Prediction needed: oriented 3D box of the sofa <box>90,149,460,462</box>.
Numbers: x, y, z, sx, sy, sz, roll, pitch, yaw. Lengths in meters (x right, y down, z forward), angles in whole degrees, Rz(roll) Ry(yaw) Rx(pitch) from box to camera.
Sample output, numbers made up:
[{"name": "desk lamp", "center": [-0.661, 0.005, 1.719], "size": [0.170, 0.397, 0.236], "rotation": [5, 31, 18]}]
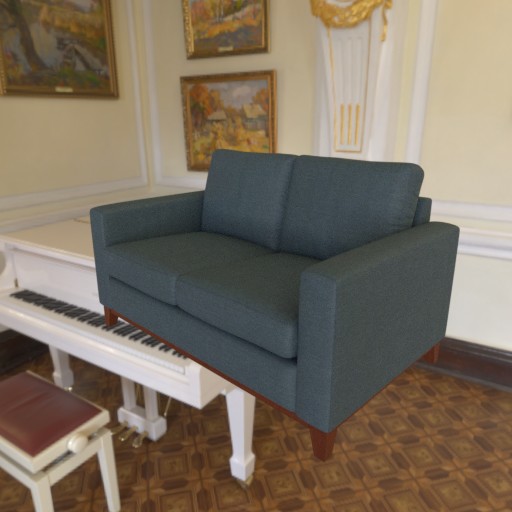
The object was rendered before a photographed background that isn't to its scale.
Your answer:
[{"name": "sofa", "center": [0.000, 0.000, 2.079], "size": [1.489, 0.903, 0.955], "rotation": [16, 23, 42]}]
